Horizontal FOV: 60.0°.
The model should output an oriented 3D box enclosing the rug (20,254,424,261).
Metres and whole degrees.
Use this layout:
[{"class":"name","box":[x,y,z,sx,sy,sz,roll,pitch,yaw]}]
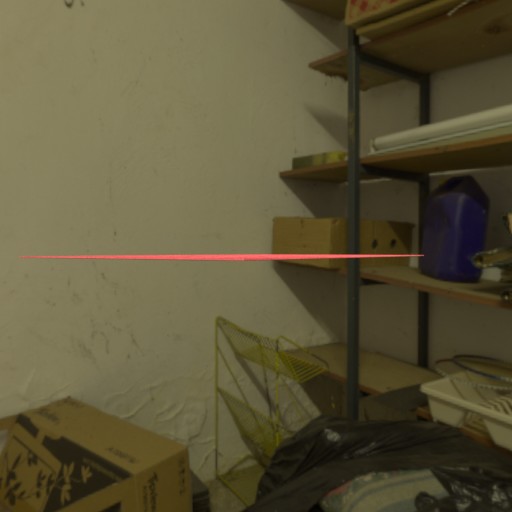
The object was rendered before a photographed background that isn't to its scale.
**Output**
[{"class":"rug","box":[0.000,0.000,2.293,1.209,0.008,1.814,0,1,35]}]
